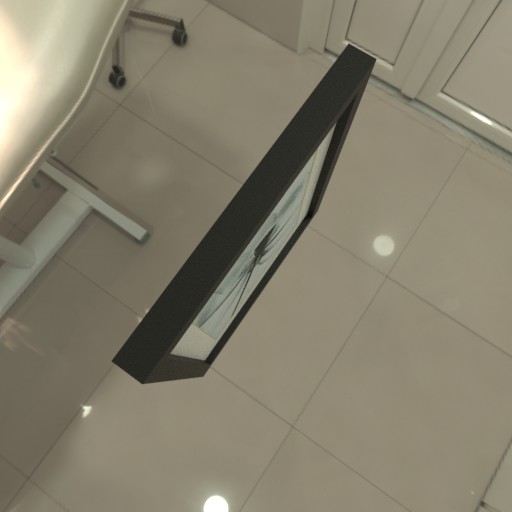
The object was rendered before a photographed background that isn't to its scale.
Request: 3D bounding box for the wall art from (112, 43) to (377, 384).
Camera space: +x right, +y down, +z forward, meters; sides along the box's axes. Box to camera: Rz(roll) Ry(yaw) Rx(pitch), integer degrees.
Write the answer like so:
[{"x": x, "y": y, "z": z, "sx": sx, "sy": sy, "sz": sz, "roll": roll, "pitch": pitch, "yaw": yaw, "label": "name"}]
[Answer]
[{"x": 0.000, "y": 0.000, "z": 0.538, "sx": 0.029, "sy": 0.381, "sz": 0.330, "roll": 34, "pitch": 78, "yaw": 8, "label": "wall art"}]
